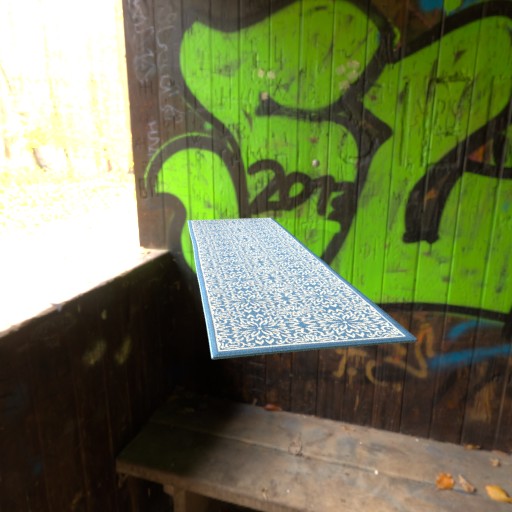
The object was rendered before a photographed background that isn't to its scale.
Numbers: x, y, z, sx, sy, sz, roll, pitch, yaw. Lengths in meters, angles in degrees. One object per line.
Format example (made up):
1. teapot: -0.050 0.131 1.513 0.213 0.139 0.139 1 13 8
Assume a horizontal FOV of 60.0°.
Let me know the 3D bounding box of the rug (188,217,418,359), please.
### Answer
1. rug: 0.000 0.000 2.402 0.662 0.011 2.196 -3 16 -10
